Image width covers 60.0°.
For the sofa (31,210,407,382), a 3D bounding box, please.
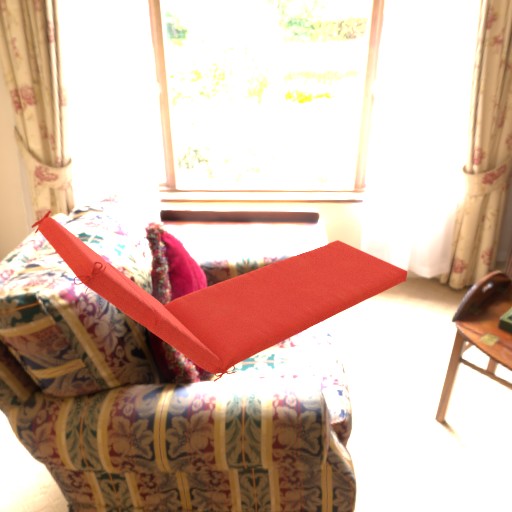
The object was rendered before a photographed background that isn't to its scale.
[{"bbox_3d":[0.000,0.000,1.987,1.663,0.622,0.582,-19,32,-33],"label":"sofa"}]
